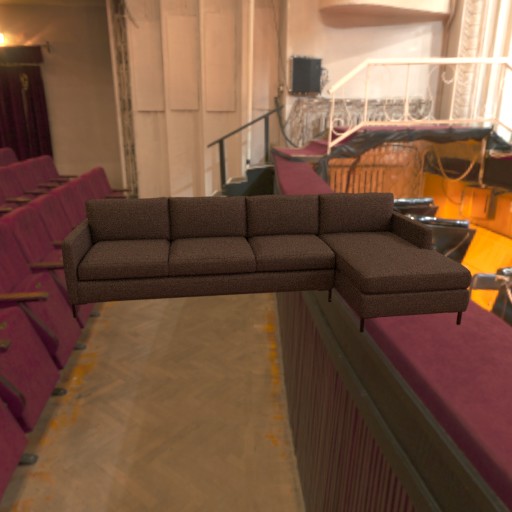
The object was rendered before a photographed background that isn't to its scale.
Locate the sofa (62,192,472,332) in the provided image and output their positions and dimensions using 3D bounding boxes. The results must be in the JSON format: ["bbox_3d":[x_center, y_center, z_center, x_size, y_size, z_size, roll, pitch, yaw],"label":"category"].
[{"bbox_3d":[0.000,0.000,3.897,3.221,0.892,1.483,-2,17,-8],"label":"sofa"}]
